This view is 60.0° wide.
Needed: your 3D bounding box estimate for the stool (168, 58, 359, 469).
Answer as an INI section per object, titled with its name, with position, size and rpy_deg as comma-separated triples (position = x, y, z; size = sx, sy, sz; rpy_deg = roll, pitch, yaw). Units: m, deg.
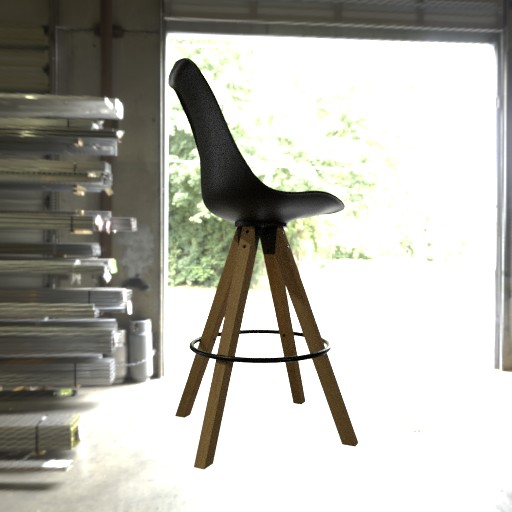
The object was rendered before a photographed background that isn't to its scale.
[stool]
position = 0.000, 0.000, 1.421
size = 0.550, 1.115, 0.485
rpy_deg = 0, 0, -18
